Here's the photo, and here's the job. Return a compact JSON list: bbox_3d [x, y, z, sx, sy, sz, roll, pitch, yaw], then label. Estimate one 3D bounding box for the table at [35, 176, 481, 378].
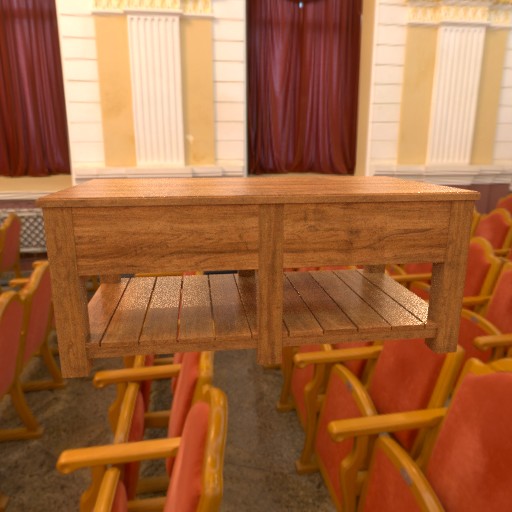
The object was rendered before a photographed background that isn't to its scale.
[{"bbox_3d":[0.000,0.000,1.495,1.150,0.480,0.635,-2,14,-7],"label":"table"}]
